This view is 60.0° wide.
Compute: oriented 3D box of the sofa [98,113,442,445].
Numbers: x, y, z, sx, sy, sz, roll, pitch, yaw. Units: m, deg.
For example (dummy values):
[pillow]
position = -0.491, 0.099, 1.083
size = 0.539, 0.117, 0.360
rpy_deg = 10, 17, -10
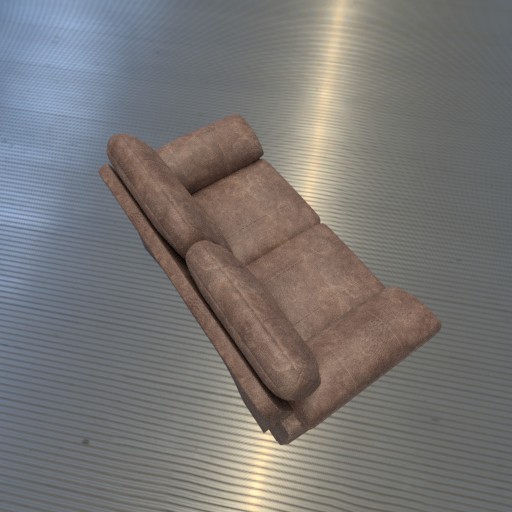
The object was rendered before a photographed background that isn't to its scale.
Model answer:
[sofa]
position = 0.000, 0.000, 2.403
size = 0.991, 0.991, 1.753
rpy_deg = -31, 64, -17
